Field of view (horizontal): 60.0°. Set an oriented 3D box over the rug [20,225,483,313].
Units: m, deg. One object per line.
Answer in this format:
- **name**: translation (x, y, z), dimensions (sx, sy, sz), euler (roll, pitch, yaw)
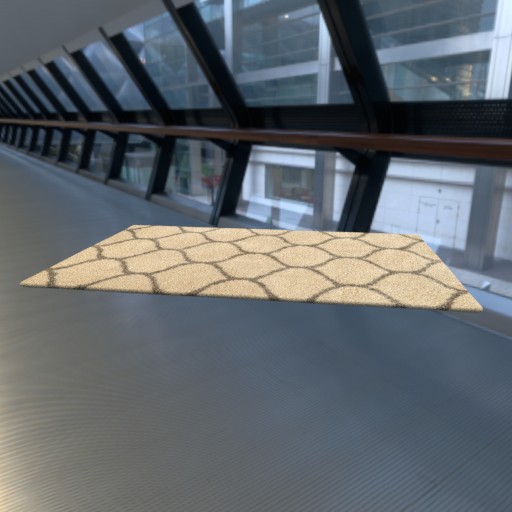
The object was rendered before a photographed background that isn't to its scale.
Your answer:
- **rug**: translation (0.000, 0.000, 2.911), dimensions (2.348, 0.024, 1.501), euler (2, 16, 8)
